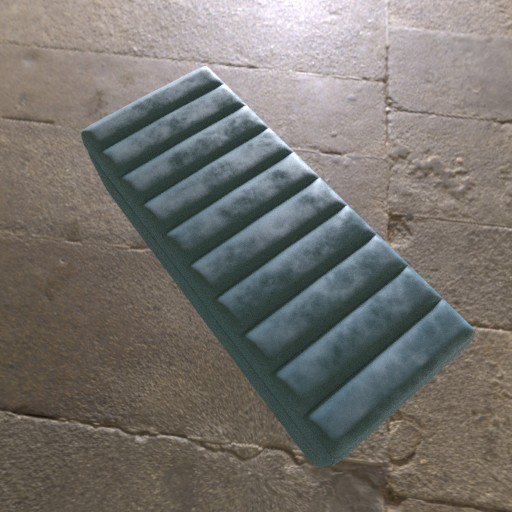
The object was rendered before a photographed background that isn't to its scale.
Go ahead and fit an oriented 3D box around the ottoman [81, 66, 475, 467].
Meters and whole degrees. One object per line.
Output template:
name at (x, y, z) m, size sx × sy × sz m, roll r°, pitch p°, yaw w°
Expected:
ottoman at (0.000, 0.000, 1.374) m, size 0.482 × 0.469 × 1.151 m, roll -35°, pitch 69°, yaw -15°
